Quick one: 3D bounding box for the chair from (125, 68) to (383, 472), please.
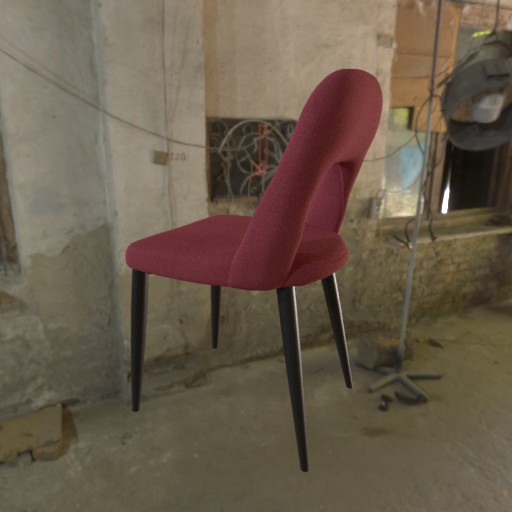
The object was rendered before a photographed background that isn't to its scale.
[{"bbox_3d":[0.000,0.000,1.185,0.569,0.892,0.483,8,19,26],"label":"chair"}]
